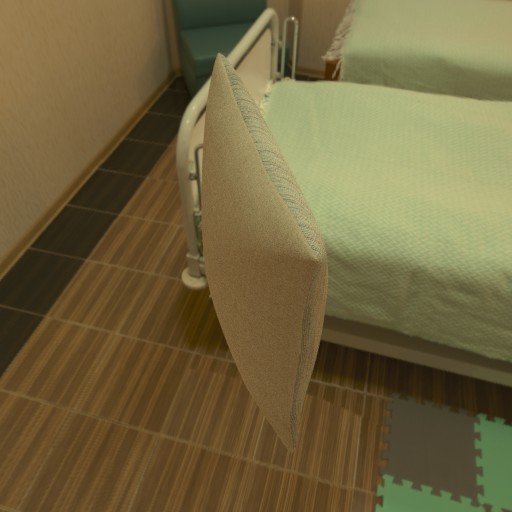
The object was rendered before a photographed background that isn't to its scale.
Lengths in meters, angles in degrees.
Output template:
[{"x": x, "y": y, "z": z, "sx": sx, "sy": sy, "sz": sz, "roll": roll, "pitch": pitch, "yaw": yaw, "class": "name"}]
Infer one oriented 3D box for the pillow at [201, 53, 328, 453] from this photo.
[{"x": 0.000, "y": 0.000, "z": 0.776, "sx": 0.178, "sy": 0.506, "sz": 0.512, "roll": -10, "pitch": 47, "yaw": -10, "class": "pillow"}]
